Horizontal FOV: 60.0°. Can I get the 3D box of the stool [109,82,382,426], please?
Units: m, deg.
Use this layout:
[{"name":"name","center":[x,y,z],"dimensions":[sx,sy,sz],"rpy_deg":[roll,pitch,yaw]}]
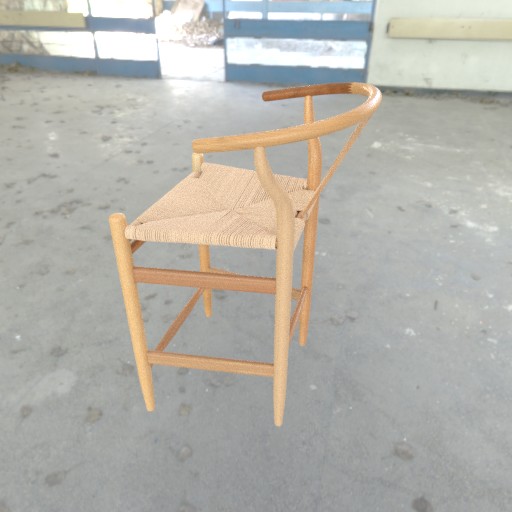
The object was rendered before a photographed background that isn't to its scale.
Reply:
[{"name":"stool","center":[0.000,0.000,1.272],"dimensions":[0.575,0.923,0.536],"rpy_deg":[9,32,14]}]
